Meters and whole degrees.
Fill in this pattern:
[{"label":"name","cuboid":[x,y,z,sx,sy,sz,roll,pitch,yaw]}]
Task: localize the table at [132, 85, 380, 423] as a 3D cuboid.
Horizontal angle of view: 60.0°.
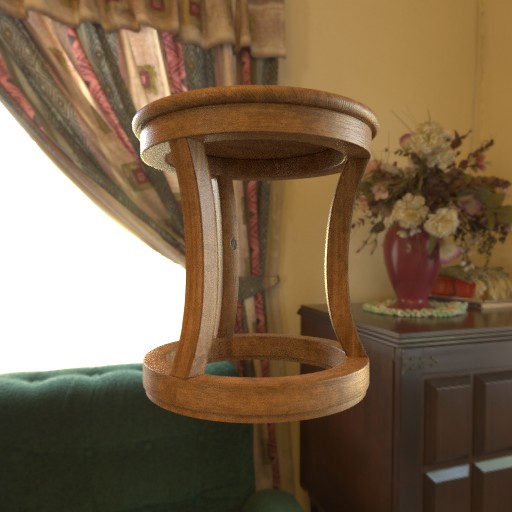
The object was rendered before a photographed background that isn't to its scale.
[{"label":"table","cuboid":[0.000,0.000,0.804,0.432,0.460,0.432,0,0,0]}]
